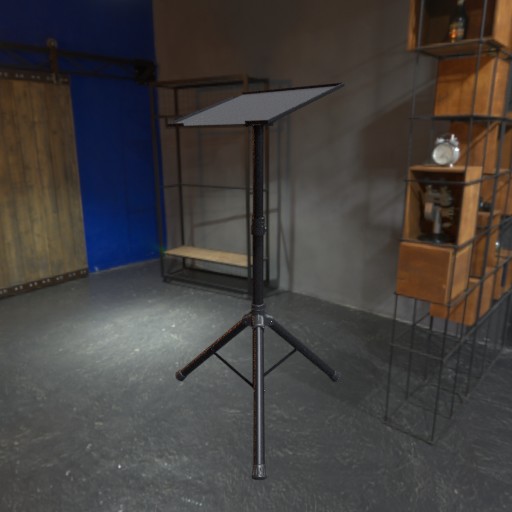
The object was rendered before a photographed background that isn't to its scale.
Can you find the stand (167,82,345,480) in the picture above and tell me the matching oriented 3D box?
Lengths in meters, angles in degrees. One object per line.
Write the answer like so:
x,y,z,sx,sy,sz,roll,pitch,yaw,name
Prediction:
0.000,0.000,1.667,0.702,1.198,0.702,14,20,42,stand
